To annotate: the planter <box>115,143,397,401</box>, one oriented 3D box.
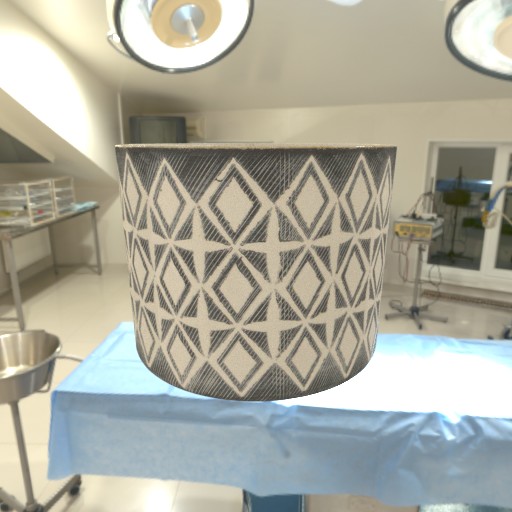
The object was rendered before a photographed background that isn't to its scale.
[{"bbox_3d":[0.000,0.000,0.337,0.192,0.165,0.192,0,15,0],"label":"planter"}]
